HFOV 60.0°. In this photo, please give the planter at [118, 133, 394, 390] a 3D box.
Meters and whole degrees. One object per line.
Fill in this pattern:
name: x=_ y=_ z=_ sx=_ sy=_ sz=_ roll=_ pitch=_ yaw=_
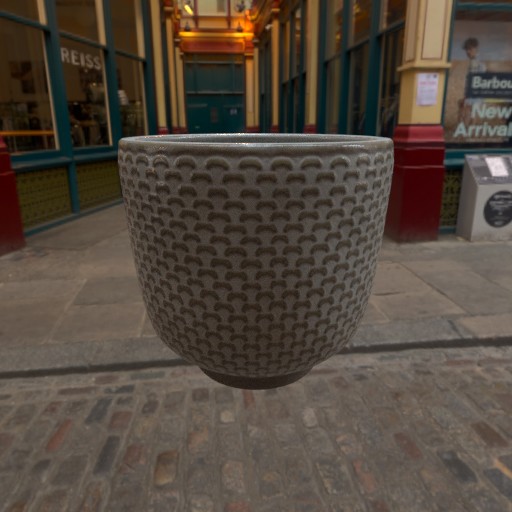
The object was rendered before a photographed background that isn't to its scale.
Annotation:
planter: x=0.000 y=0.000 z=0.309 sx=0.173 sy=0.160 sz=0.173 roll=0 pitch=17 yaw=0
